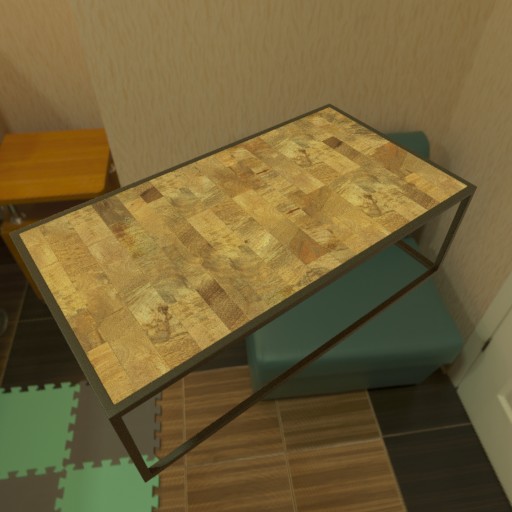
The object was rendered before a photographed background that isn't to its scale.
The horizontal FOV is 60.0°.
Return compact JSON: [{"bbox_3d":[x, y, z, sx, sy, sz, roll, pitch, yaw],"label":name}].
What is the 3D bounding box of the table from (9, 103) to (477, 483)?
[{"bbox_3d":[0.000,0.000,1.421,1.199,0.398,0.649,-29,53,-24],"label":"table"}]
